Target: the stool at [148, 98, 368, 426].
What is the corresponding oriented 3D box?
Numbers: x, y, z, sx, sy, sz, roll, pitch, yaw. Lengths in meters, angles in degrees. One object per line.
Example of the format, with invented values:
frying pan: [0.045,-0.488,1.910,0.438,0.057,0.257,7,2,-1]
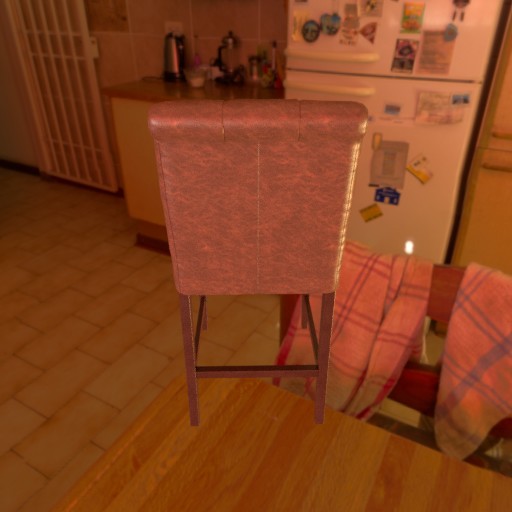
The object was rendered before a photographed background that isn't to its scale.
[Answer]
stool: [0.000,0.000,1.441,0.486,1.084,0.660,-1,30,-1]
